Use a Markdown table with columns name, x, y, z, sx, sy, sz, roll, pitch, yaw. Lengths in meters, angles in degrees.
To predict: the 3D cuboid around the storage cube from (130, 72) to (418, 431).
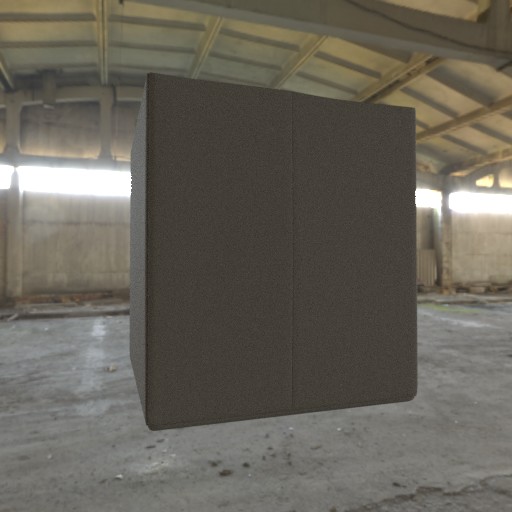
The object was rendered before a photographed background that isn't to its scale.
| name | x | y | z | sx | sy | sz | roll | pitch | yaw |
| --- | --- | --- | --- | --- | --- | --- | --- | --- | --- |
| storage cube | 0.000 | 0.000 | 0.509 | 0.270 | 0.280 | 0.270 | 0 | -1 | -18 |
